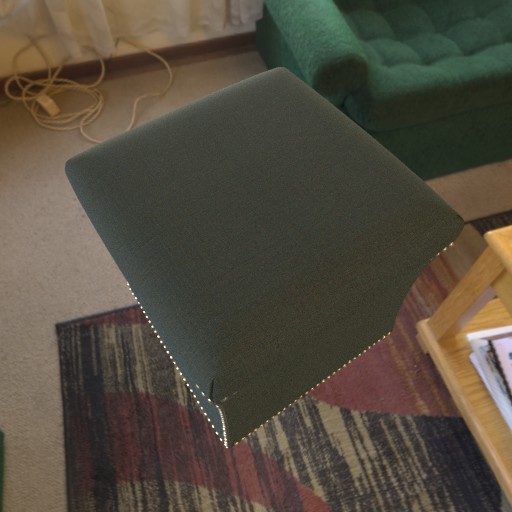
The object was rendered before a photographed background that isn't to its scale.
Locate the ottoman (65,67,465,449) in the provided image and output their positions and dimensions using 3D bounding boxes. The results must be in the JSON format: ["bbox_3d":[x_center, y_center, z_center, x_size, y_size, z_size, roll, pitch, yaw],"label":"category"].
[{"bbox_3d":[0.000,0.000,0.895,0.497,0.475,0.507,-30,62,-18],"label":"ottoman"}]
